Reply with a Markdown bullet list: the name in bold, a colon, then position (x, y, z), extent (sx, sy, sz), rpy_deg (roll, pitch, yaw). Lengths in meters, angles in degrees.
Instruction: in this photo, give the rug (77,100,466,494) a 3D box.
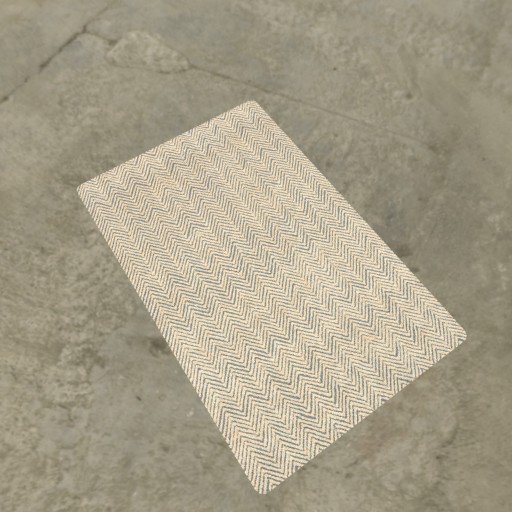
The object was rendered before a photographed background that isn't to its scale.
- **rug**: position (0.000, 0.000, 2.178), extent (1.144, 0.008, 1.752), rpy_deg (-31, 68, -14)
